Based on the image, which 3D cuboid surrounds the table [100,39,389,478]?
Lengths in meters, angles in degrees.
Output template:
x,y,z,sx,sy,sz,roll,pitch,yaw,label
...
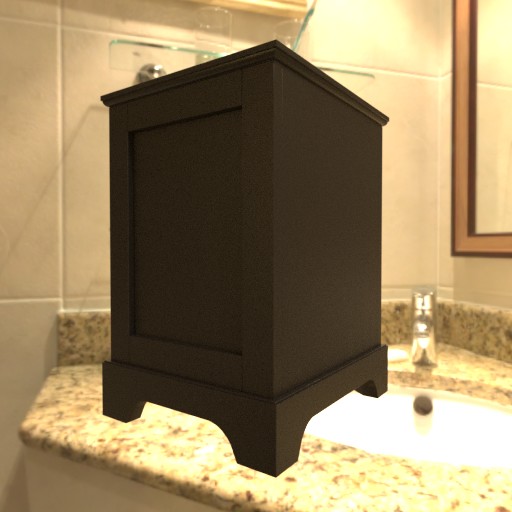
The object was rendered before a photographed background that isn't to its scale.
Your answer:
x,y,z,sx,sy,sz,roll,pitch,yaw,label
0.000,0.000,0.917,0.399,0.610,0.460,1,2,36,table
